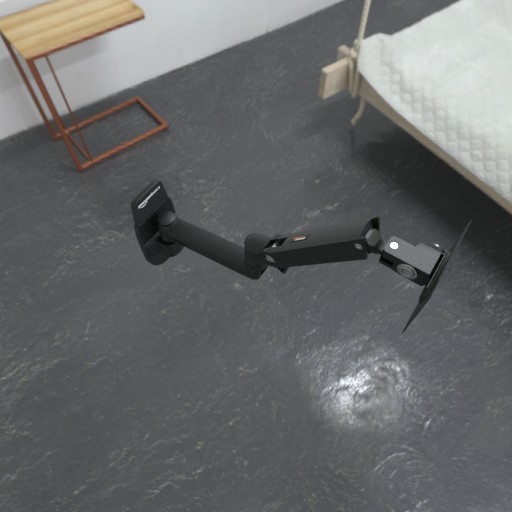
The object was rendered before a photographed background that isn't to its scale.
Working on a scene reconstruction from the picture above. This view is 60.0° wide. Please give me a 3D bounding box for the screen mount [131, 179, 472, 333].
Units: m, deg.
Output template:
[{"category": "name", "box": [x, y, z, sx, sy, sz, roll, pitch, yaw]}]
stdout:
[{"category": "screen mount", "box": [0.000, 0.000, 0.731, 0.495, 0.466, 0.115, 30, 64, 17]}]
